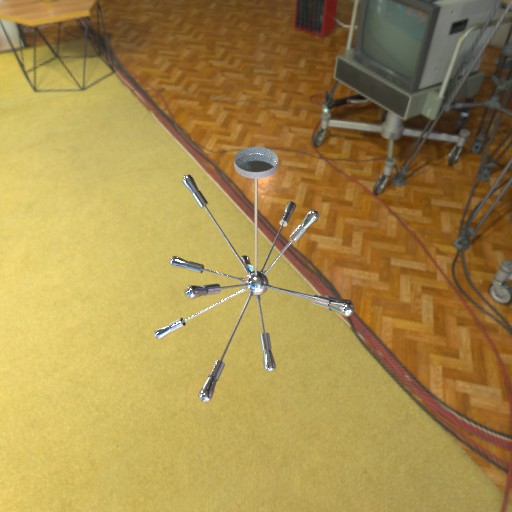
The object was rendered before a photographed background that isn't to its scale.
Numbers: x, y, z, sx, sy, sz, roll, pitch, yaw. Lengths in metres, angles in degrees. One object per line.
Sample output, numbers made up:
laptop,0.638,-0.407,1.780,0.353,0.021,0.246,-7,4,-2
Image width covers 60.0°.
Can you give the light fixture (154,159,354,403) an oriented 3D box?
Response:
light fixture,0.000,0.000,1.078,0.509,0.558,0.684,14,48,13
